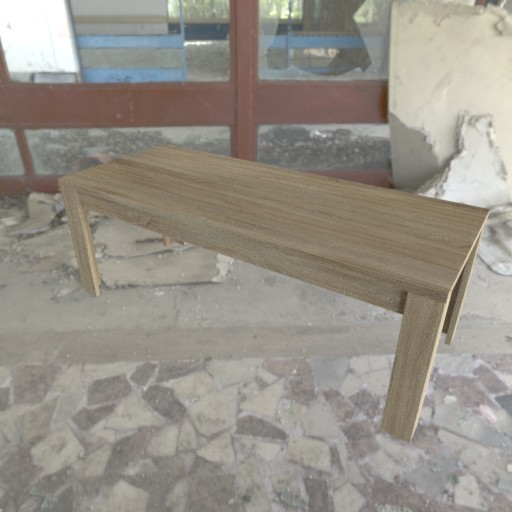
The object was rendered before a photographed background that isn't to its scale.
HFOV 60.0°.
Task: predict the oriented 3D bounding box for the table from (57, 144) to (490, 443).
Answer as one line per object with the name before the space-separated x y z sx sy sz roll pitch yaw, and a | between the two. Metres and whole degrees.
table | 0.000 0.000 2.599 2.200 0.790 0.900 18 34 29
